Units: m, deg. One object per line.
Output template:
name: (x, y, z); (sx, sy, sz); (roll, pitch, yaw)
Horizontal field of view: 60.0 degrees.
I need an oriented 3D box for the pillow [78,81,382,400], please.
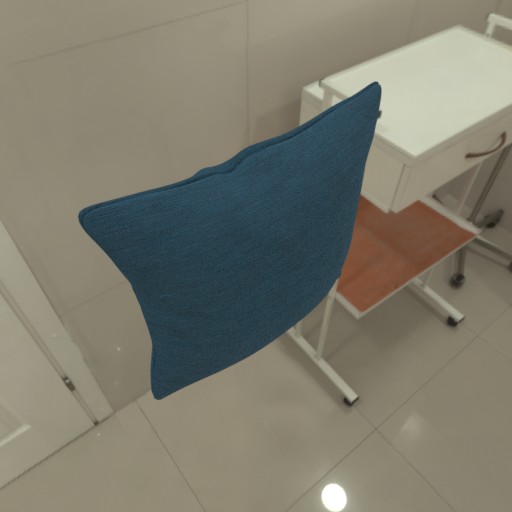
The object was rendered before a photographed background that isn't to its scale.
pillow: (0.000, 0.000, 0.671); (0.437, 0.420, 0.177); (-30, 55, -24)
